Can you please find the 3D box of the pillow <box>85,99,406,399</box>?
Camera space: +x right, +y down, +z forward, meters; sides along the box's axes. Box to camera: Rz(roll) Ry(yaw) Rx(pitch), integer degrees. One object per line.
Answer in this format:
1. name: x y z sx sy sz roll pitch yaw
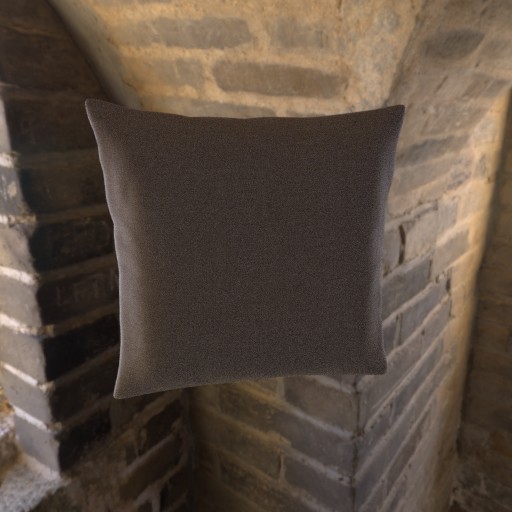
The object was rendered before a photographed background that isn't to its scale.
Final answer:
1. pillow: 0.000 0.000 0.773 0.523 0.510 0.166 -2 14 -9
